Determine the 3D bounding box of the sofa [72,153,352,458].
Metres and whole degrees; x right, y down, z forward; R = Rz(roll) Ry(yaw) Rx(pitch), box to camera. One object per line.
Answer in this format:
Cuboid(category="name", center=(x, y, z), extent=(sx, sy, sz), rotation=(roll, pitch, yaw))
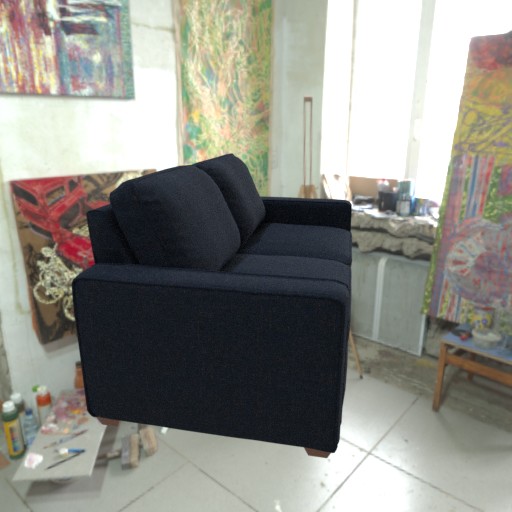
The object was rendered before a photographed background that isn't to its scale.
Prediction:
Cuboid(category="sofa", center=(0.000, 0.000, 2.223), extent=(0.947, 0.918, 1.709), rotation=(4, 18, 11))
